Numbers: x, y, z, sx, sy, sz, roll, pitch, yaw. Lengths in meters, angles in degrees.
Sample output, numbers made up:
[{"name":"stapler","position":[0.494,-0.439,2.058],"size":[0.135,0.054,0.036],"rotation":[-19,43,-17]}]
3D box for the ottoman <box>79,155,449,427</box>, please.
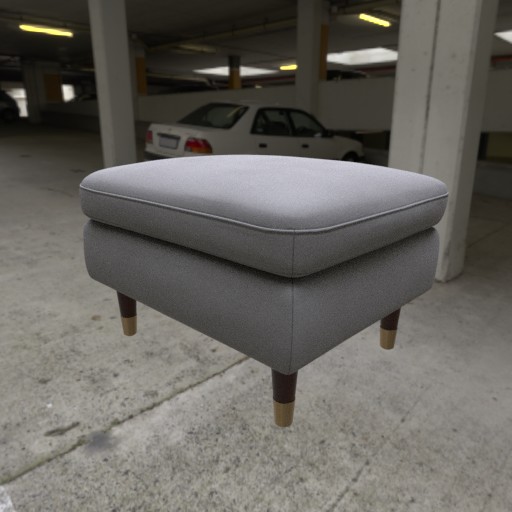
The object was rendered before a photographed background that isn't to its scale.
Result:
[{"name":"ottoman","position":[0.000,0.000,1.105],"size":[0.747,0.478,0.593],"rotation":[15,22,41]}]
